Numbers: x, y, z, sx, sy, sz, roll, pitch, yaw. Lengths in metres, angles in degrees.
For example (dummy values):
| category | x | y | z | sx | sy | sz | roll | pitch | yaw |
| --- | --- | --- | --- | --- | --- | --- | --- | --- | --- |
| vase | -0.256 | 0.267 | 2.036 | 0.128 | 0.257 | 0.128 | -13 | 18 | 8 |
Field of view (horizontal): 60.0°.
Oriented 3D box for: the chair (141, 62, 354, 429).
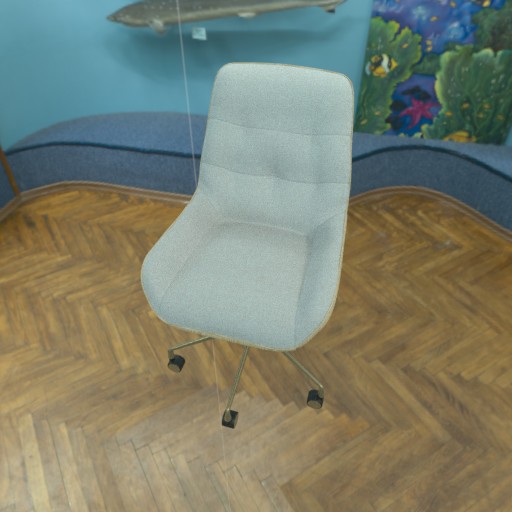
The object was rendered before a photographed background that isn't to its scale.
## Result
| category | x | y | z | sx | sy | sz | roll | pitch | yaw |
| --- | --- | --- | --- | --- | --- | --- | --- | --- | --- |
| chair | 0.000 | 0.000 | 1.367 | 0.564 | 0.952 | 0.668 | 11 | 43 | 12 |
